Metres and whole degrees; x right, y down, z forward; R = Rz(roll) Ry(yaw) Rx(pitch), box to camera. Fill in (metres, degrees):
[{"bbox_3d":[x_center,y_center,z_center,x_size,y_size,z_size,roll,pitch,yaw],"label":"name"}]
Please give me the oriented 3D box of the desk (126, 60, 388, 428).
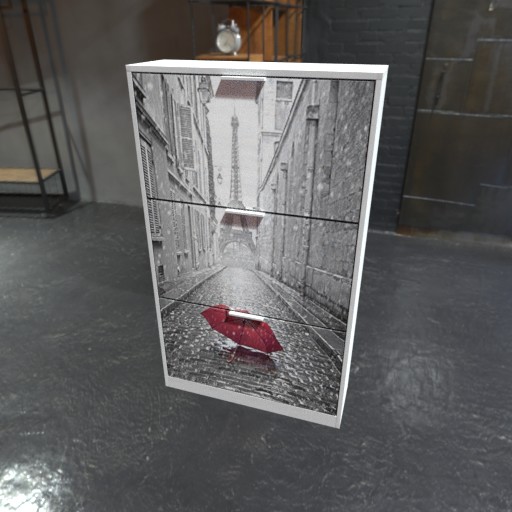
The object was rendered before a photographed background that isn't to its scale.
[{"bbox_3d":[0.000,0.000,1.616,0.750,1.280,0.250,8,29,16],"label":"desk"}]
